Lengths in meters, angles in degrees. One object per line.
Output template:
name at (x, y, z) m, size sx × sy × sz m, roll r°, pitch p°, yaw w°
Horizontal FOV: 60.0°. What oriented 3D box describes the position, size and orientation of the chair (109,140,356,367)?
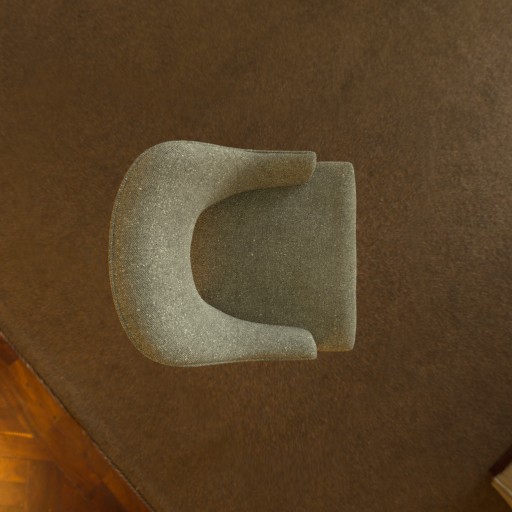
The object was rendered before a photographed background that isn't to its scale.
chair at (0.000, 0.000, 1.349) m, size 0.629 × 0.875 × 0.608 m, roll 0°, pitch 89°, yaw 0°
